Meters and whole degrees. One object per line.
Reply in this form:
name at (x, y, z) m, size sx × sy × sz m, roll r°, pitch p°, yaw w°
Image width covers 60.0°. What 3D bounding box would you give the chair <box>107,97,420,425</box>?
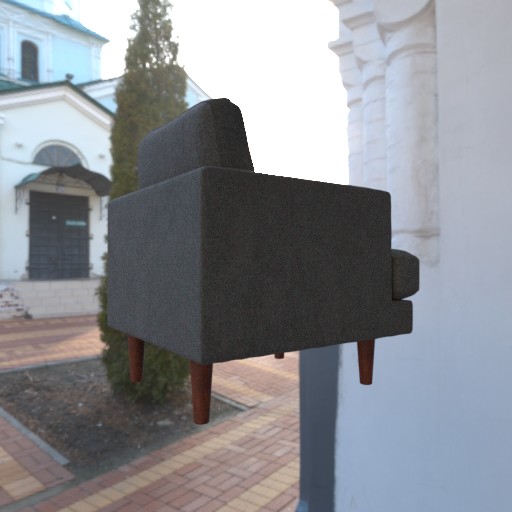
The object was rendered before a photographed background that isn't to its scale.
chair at (0.000, 0.000, 1.705) m, size 0.899 × 0.957 × 0.858 m, roll 0°, pitch -1°, yaw -35°
